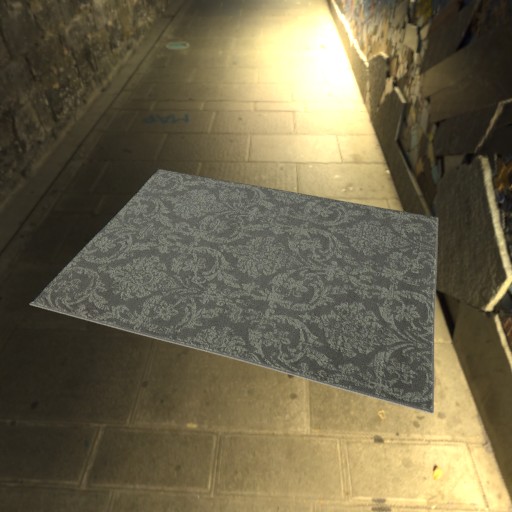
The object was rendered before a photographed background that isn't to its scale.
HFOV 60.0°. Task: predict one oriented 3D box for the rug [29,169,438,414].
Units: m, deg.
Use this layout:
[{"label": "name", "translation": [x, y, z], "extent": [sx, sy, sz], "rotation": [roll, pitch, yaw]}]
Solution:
[{"label": "rug", "translation": [0.000, 0.000, 2.832], "extent": [2.206, 0.014, 1.578], "rotation": [12, 43, 13]}]
